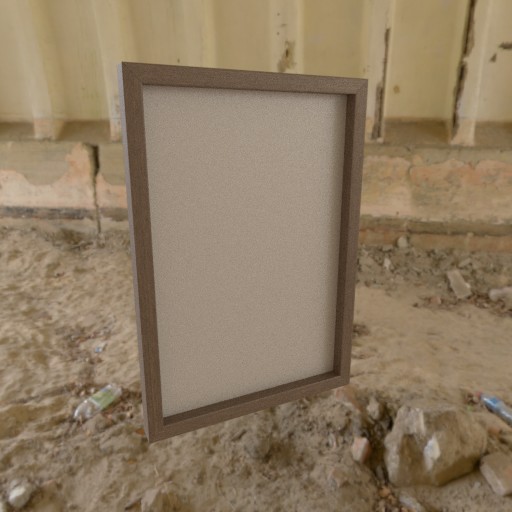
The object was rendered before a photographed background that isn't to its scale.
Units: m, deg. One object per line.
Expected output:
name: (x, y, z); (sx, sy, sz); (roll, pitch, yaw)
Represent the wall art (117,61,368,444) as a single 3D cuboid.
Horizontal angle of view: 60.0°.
wall art: (0.000, 0.000, 0.662); (0.358, 0.510, 0.032); (-7, 17, -25)
